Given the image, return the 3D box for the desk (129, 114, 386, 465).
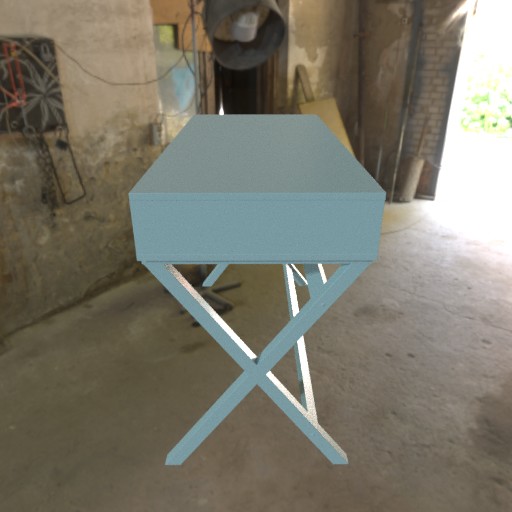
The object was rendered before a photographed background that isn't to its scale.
[{"bbox_3d":[0.000,0.000,1.512,0.509,0.780,1.059,0,26,0],"label":"desk"}]
